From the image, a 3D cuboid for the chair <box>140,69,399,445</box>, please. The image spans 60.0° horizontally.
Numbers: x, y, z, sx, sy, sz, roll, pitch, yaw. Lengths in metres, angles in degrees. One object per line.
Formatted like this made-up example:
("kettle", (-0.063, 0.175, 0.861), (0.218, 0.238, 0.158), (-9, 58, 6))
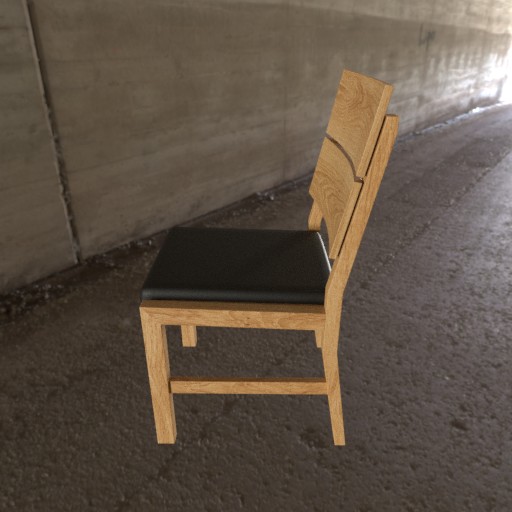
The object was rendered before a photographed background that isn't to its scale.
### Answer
("chair", (0.000, 0.000, 1.254), (0.569, 0.950, 0.475), (0, 26, 1))
